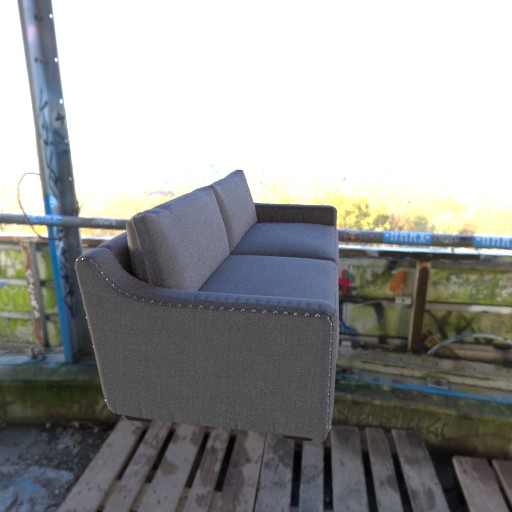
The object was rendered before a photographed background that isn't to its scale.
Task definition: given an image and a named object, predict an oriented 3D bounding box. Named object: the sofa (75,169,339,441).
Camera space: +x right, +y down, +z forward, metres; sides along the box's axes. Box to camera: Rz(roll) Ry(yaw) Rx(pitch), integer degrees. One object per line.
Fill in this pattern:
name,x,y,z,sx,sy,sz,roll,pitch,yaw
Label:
sofa,0.000,0.000,2.679,1.000,0.857,2.208,3,17,9
